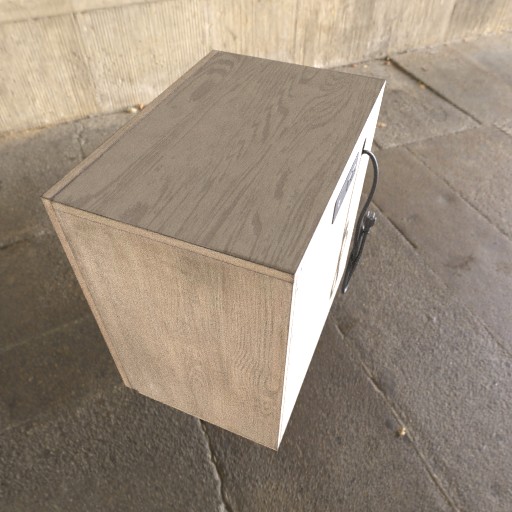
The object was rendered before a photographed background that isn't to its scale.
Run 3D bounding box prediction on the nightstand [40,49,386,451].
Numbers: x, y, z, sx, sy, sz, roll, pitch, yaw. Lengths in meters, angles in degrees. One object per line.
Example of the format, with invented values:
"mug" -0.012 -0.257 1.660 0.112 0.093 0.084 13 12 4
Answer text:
"nightstand" 0.000 0.000 1.067 0.483 0.673 0.612 17 49 15
